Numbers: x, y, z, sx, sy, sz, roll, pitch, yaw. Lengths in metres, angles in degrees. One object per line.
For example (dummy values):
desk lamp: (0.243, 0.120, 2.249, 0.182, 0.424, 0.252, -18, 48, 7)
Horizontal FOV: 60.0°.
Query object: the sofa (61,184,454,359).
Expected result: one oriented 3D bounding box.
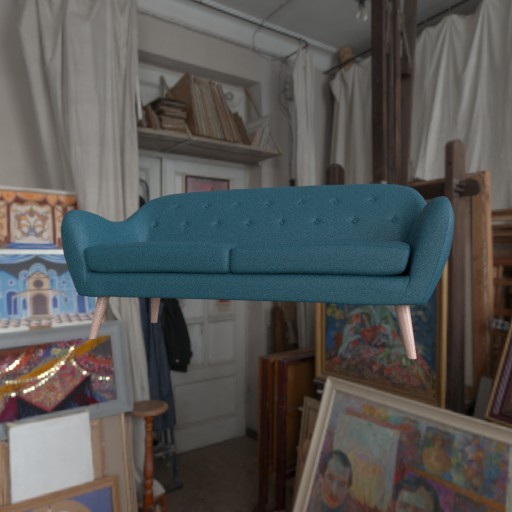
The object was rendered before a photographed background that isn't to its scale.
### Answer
sofa: (0.000, 0.000, 2.325, 1.840, 0.836, 0.820, 0, 0, 17)
